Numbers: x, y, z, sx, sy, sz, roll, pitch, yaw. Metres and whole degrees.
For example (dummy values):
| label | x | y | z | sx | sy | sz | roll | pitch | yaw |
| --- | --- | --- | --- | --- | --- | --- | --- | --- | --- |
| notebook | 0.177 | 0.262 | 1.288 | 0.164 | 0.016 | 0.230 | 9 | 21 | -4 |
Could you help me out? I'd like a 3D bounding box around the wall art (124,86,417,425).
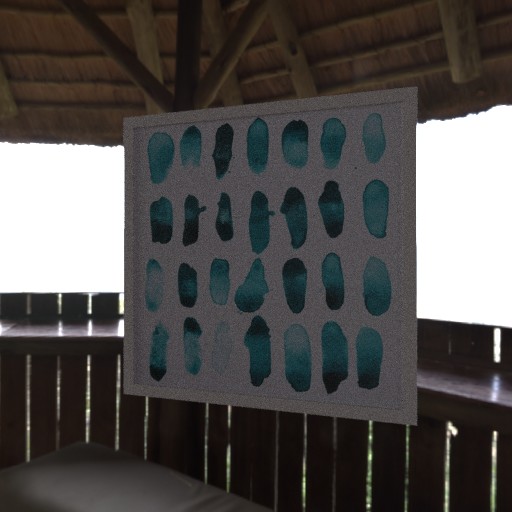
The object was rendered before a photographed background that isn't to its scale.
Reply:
| label | x | y | z | sx | sy | sz | roll | pitch | yaw |
| --- | --- | --- | --- | --- | --- | --- | --- | --- | --- |
| wall art | 0.000 | 0.000 | 0.817 | 0.558 | 0.559 | 0.009 | 0 | 0 | 17 |
